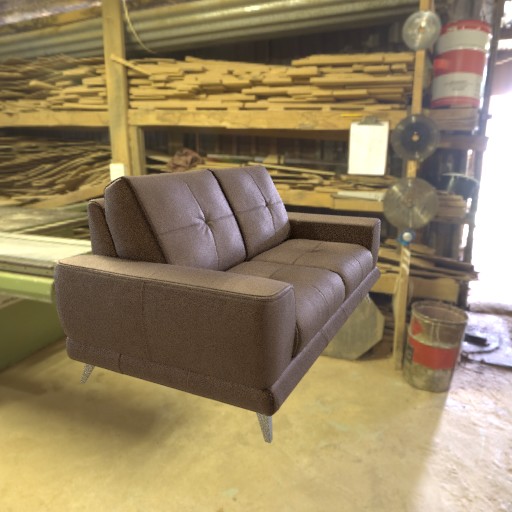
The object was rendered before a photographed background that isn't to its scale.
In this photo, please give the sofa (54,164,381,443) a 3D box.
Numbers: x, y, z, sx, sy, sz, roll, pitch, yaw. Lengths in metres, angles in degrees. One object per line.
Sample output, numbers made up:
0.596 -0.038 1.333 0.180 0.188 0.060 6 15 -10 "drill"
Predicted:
0.000 0.000 2.371 1.018 0.907 1.806 7 15 25 "sofa"
